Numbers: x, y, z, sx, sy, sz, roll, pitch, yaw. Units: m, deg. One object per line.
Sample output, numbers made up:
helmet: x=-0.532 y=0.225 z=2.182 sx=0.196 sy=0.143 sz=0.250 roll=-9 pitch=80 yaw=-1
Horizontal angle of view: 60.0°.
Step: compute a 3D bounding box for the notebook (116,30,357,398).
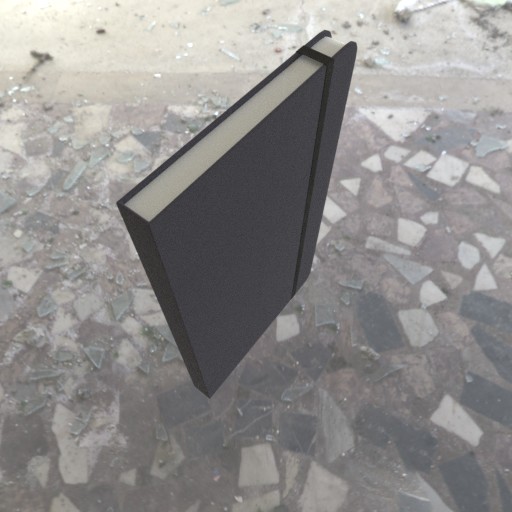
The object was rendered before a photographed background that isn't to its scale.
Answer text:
notebook: x=0.000 y=0.000 z=0.256 sx=0.016 sy=0.213 sz=0.127 roll=33 pitch=64 yaw=19
